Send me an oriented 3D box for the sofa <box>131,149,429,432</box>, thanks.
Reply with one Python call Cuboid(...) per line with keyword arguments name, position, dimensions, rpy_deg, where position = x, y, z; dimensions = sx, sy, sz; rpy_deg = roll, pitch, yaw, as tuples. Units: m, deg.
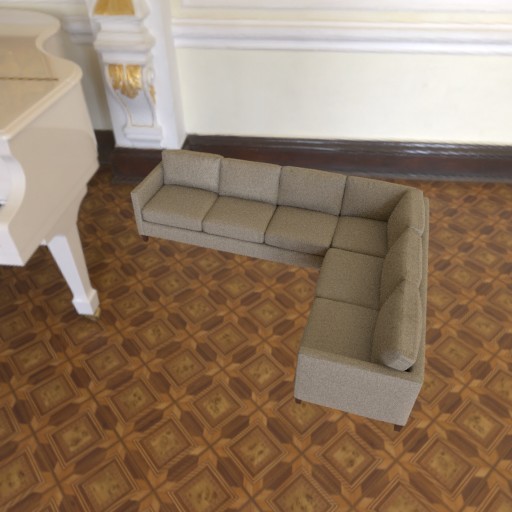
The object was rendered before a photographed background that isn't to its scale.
Cuboid(name="sofa", position=(0.000, 0.000, 4.577), dimensions=(3.302, 0.947, 2.593), rpy_deg=(12, 42, 13))
